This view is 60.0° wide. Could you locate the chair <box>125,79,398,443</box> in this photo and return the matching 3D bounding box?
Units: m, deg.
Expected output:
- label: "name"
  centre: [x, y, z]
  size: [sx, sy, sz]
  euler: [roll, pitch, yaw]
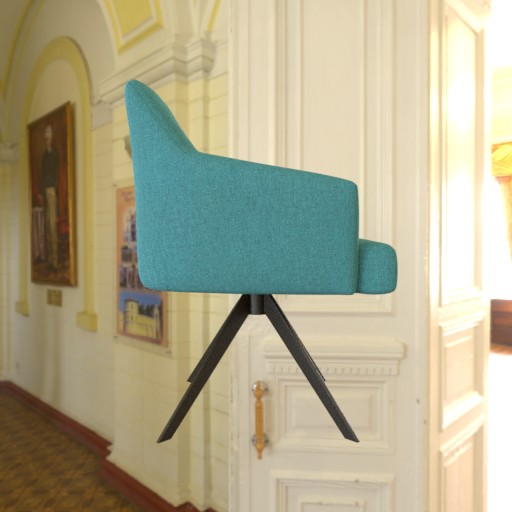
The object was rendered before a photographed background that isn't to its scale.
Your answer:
- label: "chair"
  centre: [0.000, 0.000, 1.286]
  size: [0.677, 0.874, 0.642]
  euler: [0, 1, 0]
